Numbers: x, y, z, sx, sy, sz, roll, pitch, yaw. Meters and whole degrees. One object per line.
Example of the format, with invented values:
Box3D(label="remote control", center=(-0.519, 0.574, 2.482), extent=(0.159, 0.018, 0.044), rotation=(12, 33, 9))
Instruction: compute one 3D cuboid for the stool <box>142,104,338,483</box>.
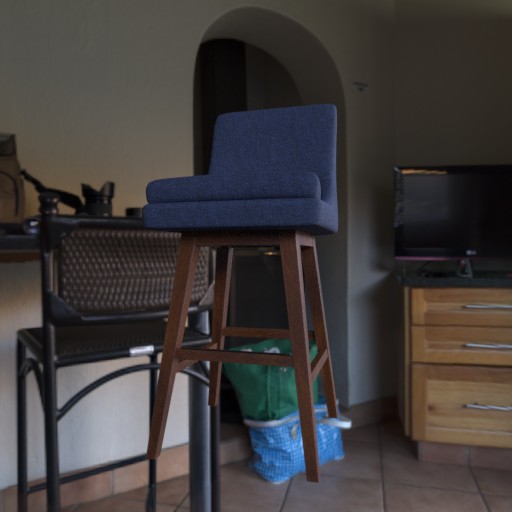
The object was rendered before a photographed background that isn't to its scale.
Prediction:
Box3D(label="stool", center=(0.000, 0.000, 1.369), extent=(0.489, 1.068, 0.572), rotation=(0, 0, 16))
